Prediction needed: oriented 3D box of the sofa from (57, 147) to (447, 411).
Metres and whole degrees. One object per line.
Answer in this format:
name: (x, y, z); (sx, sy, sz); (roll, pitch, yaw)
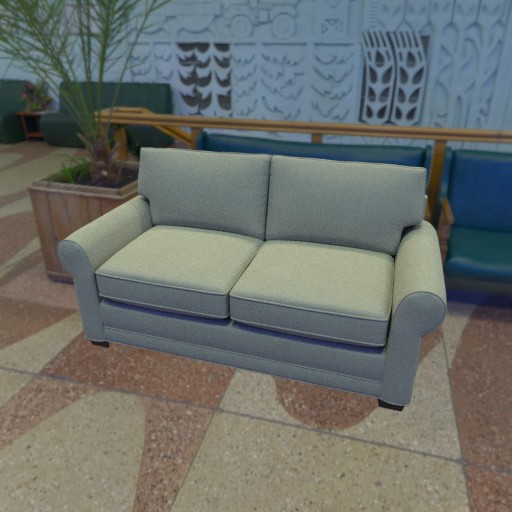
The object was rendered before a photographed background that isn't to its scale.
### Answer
sofa: (0.000, 0.000, 2.294); (1.774, 0.933, 0.861); (8, 27, 16)
